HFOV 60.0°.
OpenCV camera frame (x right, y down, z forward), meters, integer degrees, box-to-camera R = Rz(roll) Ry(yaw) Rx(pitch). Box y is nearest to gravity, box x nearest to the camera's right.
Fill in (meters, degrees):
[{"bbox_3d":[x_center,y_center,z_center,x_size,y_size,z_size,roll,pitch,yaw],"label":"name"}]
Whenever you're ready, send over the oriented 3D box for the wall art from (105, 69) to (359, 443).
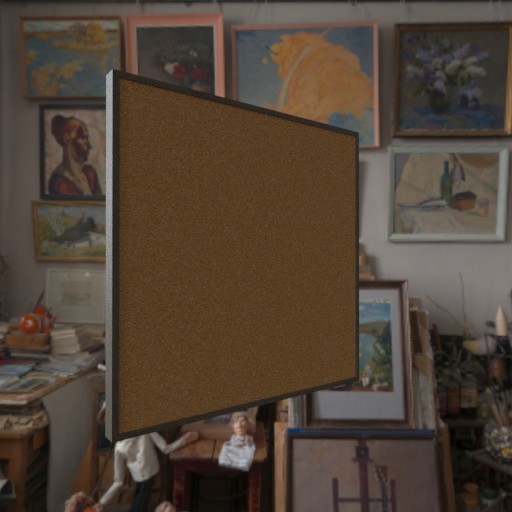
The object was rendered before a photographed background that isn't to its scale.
[{"bbox_3d":[0.000,0.000,1.141,0.758,0.758,0.039,0,0,-37],"label":"wall art"}]
